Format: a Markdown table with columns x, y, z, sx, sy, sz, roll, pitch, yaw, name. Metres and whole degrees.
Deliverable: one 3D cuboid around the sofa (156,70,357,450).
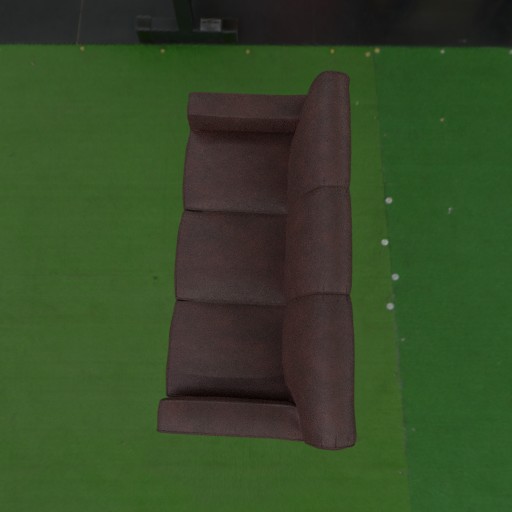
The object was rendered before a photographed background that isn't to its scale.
| x | y | z | sx | sy | sz | roll | pitch | yaw | name |
| --- | --- | --- | --- | --- | --- | --- | --- | --- | --- |
| 0.000 | 0.000 | 2.664 | 1.008 | 0.953 | 2.039 | 2 | 75 | 1 | sofa |
